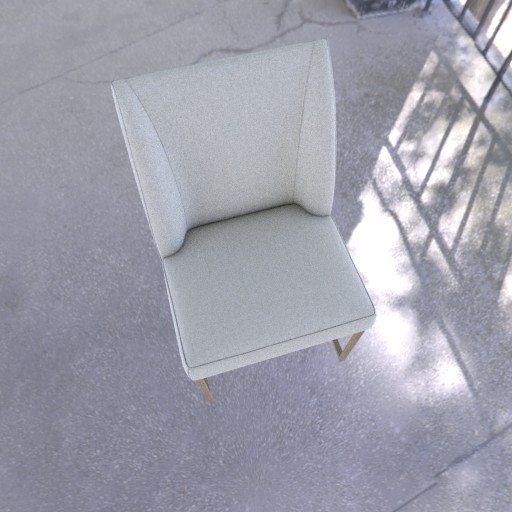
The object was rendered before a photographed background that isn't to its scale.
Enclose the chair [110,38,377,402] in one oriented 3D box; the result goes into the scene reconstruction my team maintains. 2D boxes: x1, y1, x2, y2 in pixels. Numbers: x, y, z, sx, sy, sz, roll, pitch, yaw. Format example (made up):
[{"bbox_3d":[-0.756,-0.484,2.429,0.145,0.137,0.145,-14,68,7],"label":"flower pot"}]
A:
[{"bbox_3d":[0.000,0.000,1.189,0.508,0.863,0.522,-15,63,-8],"label":"chair"}]
